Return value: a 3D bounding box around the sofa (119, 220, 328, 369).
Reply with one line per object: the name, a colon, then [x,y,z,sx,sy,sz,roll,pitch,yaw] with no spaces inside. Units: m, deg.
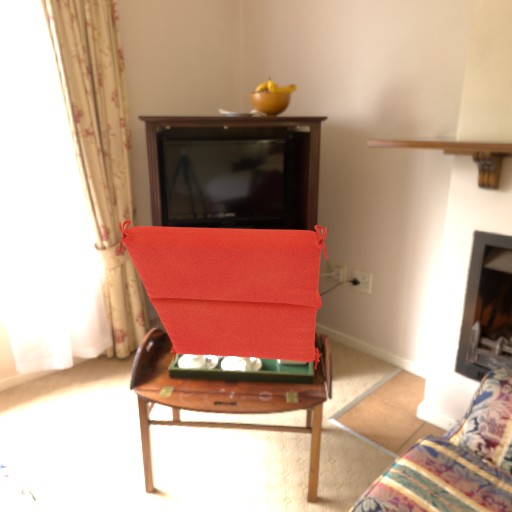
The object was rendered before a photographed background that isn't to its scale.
sofa: [0.000,0.000,1.978,0.582,0.622,1.663,2,16,6]
